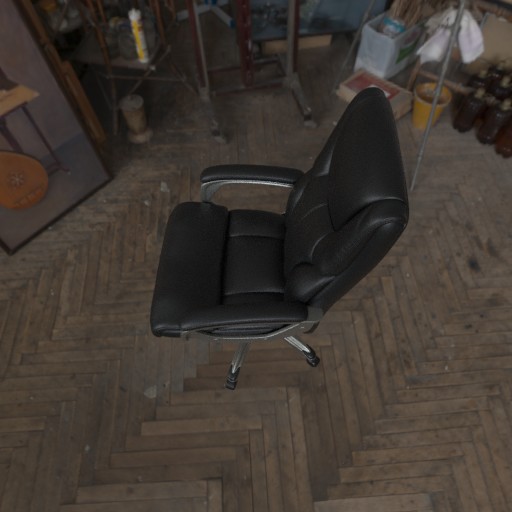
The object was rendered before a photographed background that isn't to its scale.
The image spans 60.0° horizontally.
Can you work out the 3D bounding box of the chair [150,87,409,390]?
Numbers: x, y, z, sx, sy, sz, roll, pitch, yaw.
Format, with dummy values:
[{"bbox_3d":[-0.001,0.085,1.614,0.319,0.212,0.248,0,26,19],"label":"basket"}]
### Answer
[{"bbox_3d":[0.000,0.000,1.592,0.739,1.155,0.663,2,58,1],"label":"chair"}]
